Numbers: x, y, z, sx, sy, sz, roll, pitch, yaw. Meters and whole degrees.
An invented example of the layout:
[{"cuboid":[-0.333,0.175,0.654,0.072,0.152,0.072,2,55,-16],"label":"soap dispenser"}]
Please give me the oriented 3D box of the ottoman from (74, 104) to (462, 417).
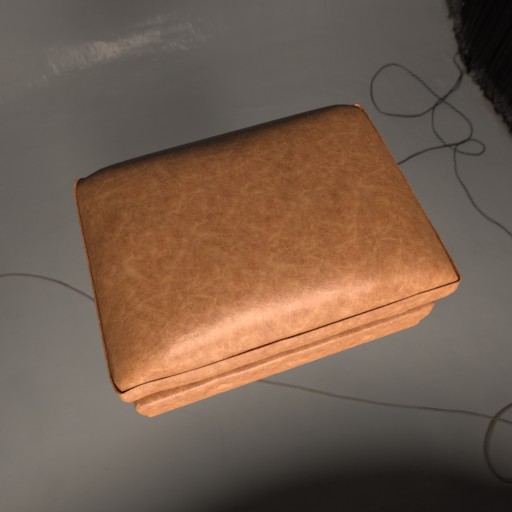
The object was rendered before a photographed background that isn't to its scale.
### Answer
[{"cuboid":[0.000,0.000,1.074,0.710,0.480,0.533,-17,66,-8],"label":"ottoman"}]
